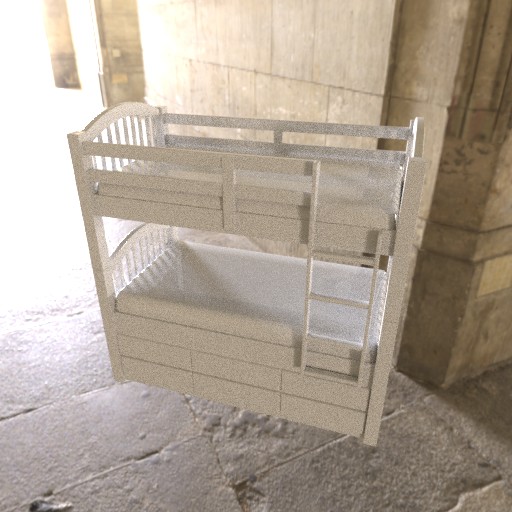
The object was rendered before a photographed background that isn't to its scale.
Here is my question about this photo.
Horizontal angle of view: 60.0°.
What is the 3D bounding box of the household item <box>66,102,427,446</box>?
[{"bbox_3d":[0.000,0.000,3.229,2.032,2.032,1.143,8,29,16],"label":"household item"}]
